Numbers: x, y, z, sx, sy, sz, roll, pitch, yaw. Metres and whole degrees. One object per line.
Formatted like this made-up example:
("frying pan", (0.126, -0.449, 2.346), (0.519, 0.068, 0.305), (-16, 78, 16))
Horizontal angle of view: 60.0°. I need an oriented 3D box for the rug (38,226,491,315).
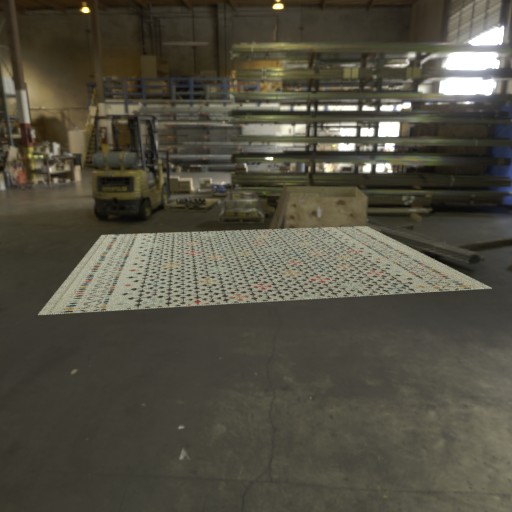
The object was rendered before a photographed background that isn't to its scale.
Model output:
("rug", (0.000, 0.000, 4.189), (3.196, 0.007, 2.354), (-2, 15, -9))
